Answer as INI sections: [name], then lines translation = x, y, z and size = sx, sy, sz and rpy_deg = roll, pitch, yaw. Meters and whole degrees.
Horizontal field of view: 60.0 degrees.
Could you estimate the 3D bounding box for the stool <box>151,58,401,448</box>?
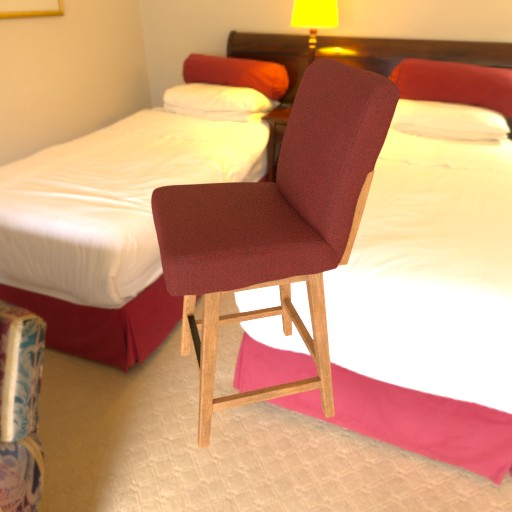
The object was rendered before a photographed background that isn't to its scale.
[stool]
translation = 0.000, 0.000, 1.325
size = 0.562, 1.038, 0.468
rpy_deg = -8, 32, -13
